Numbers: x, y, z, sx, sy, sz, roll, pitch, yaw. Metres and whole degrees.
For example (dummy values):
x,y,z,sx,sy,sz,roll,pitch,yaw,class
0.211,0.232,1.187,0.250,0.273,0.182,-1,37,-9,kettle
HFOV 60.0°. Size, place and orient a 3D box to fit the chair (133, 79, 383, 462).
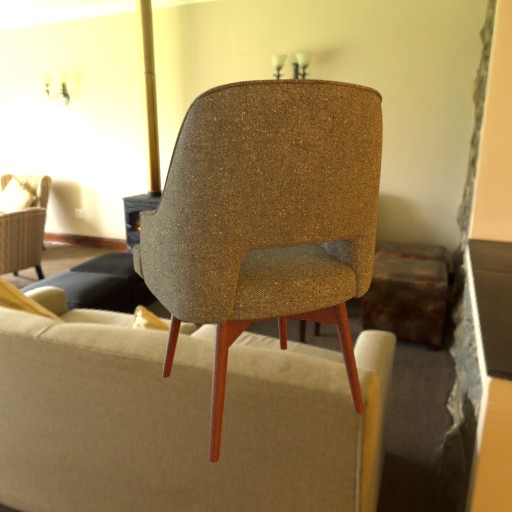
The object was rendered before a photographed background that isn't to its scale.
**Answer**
x,y,z,sx,sy,sz,roll,pitch,yaw,class
0.000,0.000,1.265,0.608,0.875,0.629,-7,16,-25,chair
